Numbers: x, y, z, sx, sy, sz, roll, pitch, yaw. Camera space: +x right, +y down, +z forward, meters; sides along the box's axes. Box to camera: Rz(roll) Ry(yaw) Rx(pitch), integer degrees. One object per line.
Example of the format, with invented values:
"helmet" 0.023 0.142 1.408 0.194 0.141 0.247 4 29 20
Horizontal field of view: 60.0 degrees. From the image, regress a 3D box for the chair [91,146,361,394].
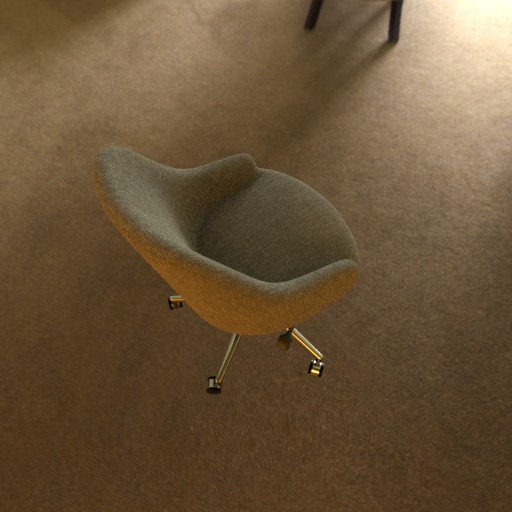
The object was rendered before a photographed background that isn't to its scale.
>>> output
"chair" 0.000 0.000 1.383 0.712 0.950 0.671 -31 62 -18
